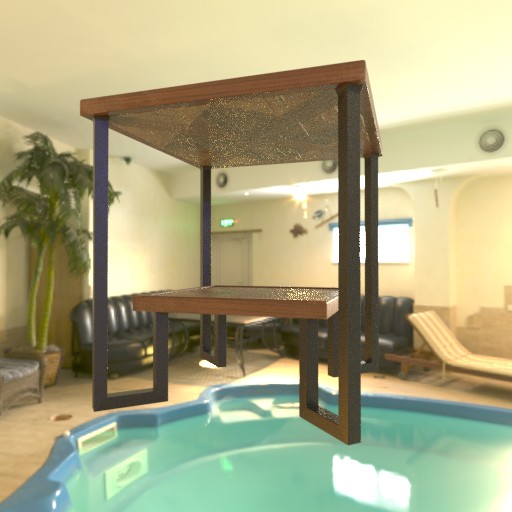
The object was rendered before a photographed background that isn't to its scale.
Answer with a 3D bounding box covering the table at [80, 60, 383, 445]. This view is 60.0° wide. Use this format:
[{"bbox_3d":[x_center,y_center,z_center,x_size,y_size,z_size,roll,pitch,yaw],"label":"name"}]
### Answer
[{"bbox_3d":[0.000,0.000,0.955,0.503,0.563,0.503,0,-1,19],"label":"table"}]
